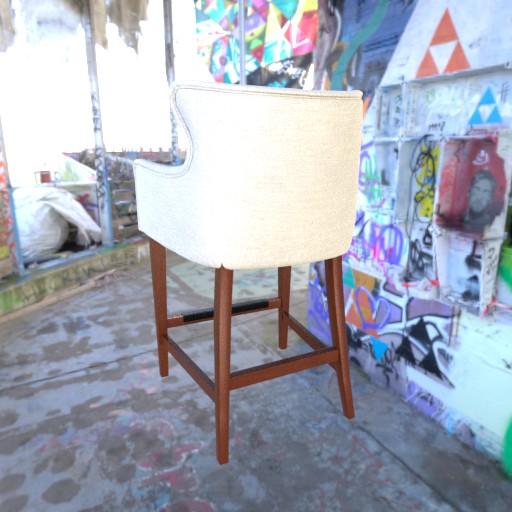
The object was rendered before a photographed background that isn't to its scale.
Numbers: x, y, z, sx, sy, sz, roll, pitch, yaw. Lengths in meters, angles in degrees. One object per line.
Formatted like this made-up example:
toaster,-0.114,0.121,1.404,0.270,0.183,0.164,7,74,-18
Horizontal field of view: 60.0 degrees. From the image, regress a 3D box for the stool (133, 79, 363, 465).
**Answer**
stool,0.000,0.000,1.404,0.615,0.987,0.637,-7,16,-25
